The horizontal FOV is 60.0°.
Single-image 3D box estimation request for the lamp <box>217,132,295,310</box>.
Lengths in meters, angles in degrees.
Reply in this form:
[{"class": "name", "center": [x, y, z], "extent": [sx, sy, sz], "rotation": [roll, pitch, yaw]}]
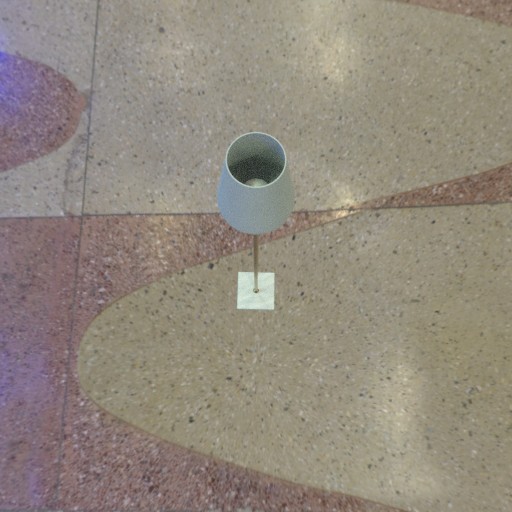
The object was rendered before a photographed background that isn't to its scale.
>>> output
[{"class": "lamp", "center": [0.000, 0.000, 1.895], "extent": [0.229, 1.813, 0.232], "rotation": [1, 76, 0]}]
